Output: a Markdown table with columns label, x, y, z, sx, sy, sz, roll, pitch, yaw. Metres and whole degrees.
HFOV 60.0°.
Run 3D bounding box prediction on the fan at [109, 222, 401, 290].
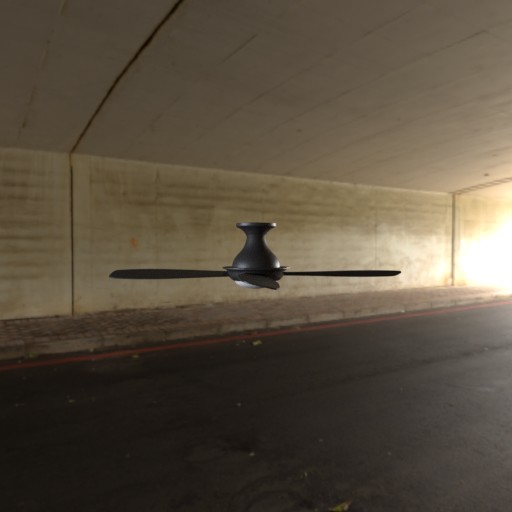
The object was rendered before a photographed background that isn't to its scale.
| label | x | y | z | sx | sy | sz | roll | pitch | yaw |
| --- | --- | --- | --- | --- | --- | --- | --- | --- | --- |
| fan | 0.000 | 0.000 | 2.604 | 1.694 | 0.382 | 1.694 | 0 | 1 | -1 |
